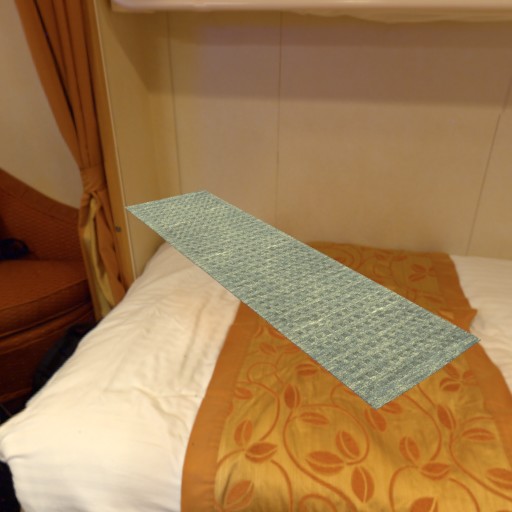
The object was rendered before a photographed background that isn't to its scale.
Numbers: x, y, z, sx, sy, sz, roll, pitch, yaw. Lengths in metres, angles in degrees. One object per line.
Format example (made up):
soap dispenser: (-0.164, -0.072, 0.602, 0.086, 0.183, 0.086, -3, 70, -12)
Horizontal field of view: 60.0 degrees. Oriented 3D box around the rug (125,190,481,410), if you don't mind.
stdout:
rug: (0.000, 0.000, 2.634, 0.688, 0.008, 2.443, -18, 33, -31)
